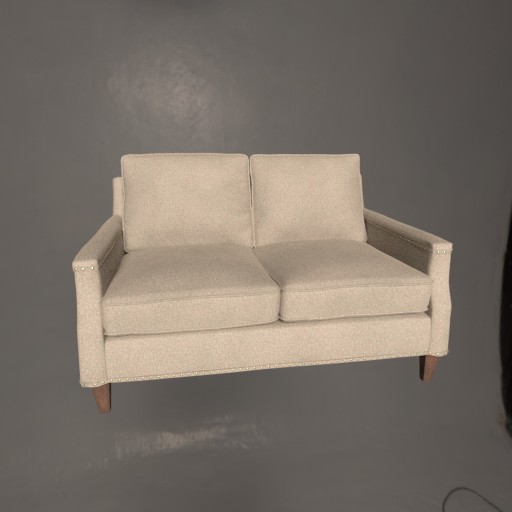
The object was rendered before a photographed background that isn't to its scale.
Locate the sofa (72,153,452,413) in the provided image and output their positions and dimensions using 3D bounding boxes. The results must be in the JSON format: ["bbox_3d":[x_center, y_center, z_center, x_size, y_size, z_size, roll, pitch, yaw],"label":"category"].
[{"bbox_3d":[0.000,0.000,2.270,1.597,1.003,1.084,-3,16,-9],"label":"sofa"}]
